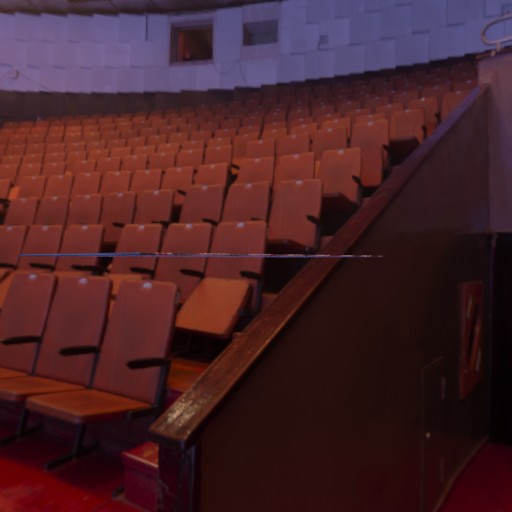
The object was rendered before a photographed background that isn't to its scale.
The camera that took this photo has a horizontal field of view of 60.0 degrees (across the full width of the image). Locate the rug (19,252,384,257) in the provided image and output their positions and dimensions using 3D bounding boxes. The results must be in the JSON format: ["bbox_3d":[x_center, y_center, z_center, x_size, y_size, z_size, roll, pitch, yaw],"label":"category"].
[{"bbox_3d":[0.000,0.000,2.653,0.760,0.009,2.440,0,0,34],"label":"rug"}]
